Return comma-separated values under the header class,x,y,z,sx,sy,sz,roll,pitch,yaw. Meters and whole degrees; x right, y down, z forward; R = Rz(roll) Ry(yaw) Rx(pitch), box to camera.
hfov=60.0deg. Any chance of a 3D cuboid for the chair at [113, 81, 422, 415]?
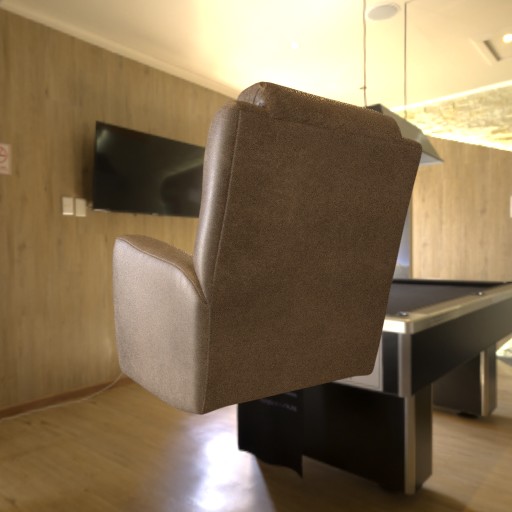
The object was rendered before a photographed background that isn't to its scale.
class,x,y,z,sx,sy,sz,roll,pitch,yaw
chair,0.000,0.000,1.915,0.965,1.116,1.068,-1,1,-34
